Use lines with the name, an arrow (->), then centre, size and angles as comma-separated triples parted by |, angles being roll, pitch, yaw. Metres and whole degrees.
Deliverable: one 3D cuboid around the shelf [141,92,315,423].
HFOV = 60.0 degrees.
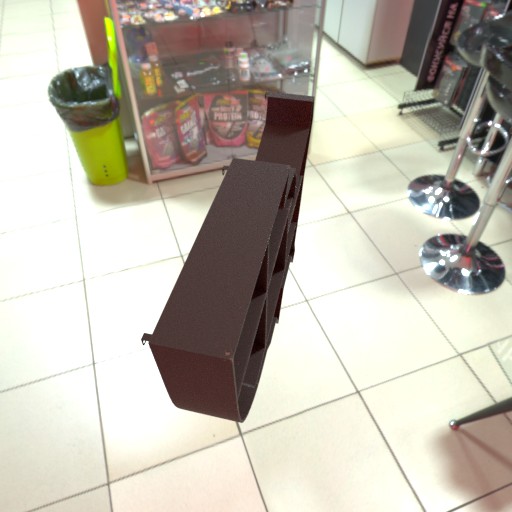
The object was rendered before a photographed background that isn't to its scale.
shelf -> 0.000, 0.000, 0.914 | 0.112, 0.439, 0.729 | 10, 48, 9
